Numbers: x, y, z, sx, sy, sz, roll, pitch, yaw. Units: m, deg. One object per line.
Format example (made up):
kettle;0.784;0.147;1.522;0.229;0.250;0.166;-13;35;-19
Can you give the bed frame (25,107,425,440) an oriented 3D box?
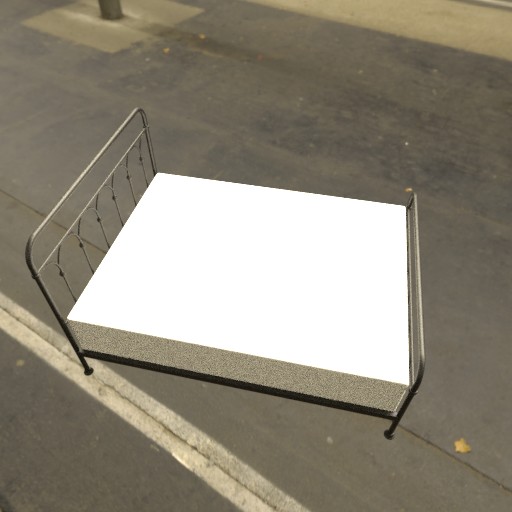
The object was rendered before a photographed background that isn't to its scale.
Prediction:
bed frame;0.000;0.000;3.133;2.203;1.276;1.664;9;47;8
